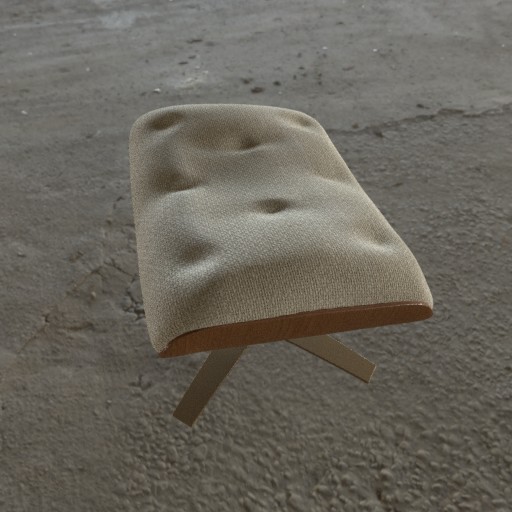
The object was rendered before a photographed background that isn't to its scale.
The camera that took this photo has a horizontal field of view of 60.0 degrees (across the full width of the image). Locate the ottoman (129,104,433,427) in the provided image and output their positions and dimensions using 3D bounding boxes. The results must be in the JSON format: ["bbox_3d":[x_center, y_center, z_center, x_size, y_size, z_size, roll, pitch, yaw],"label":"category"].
[{"bbox_3d":[0.000,0.000,0.804,0.394,0.391,0.520,-10,46,-10],"label":"ottoman"}]
